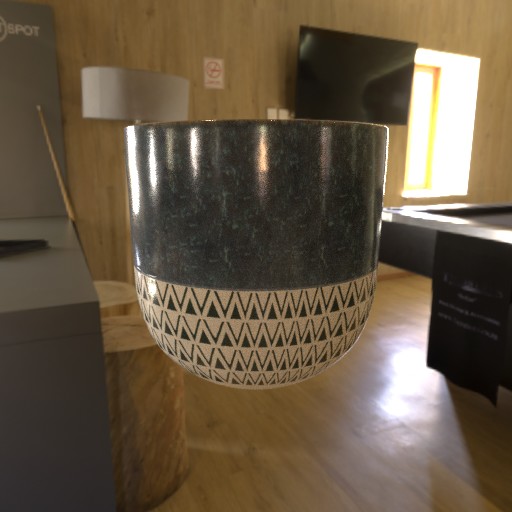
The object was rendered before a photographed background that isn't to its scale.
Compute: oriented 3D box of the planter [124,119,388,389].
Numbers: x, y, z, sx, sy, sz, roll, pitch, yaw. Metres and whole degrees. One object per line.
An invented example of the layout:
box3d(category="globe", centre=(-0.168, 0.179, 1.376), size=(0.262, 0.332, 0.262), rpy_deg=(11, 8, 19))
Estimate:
box3d(category="planter", centre=(0.000, 0.000, 0.492), size=(0.266, 0.270, 0.266), rpy_deg=(0, 13, 0))
